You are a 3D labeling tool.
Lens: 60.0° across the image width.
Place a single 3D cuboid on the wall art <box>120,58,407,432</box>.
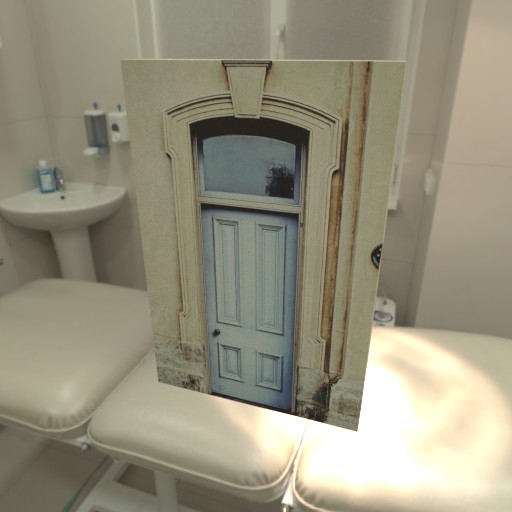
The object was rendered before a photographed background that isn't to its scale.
[{"bbox_3d":[0.000,0.000,0.471,0.254,0.381,0.038,8,26,17],"label":"wall art"}]
